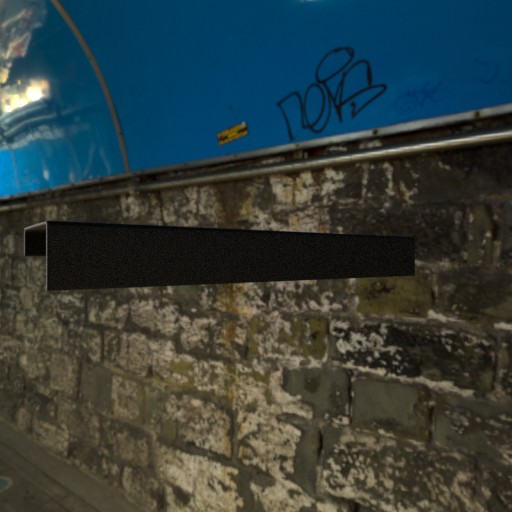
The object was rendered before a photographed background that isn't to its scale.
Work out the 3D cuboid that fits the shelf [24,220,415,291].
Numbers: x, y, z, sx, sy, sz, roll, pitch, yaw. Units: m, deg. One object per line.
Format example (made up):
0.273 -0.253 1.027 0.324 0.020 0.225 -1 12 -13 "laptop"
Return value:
0.000 0.000 0.502 0.456 0.053 0.102 0 0 -36 "shelf"
